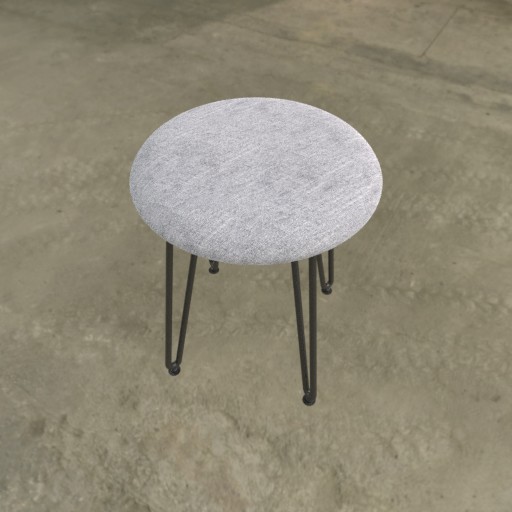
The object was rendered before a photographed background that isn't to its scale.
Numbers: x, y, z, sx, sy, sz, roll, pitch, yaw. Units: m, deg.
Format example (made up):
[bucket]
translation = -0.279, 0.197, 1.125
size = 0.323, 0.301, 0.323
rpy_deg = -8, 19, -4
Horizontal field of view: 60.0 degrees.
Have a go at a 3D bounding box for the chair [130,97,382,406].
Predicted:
[chair]
translation = 0.000, 0.000, 0.669
size = 0.350, 0.386, 0.350
rpy_deg = -25, 52, -21
